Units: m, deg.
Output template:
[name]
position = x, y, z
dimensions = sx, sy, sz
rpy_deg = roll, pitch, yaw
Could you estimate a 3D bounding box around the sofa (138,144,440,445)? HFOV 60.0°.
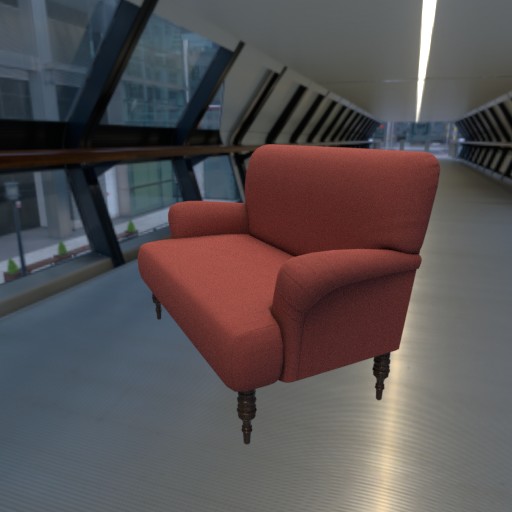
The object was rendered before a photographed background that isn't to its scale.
[sofa]
position = 0.000, 0.000, 1.881
dimensions = 0.779, 0.889, 1.297
rpy_deg = -8, 17, -25
